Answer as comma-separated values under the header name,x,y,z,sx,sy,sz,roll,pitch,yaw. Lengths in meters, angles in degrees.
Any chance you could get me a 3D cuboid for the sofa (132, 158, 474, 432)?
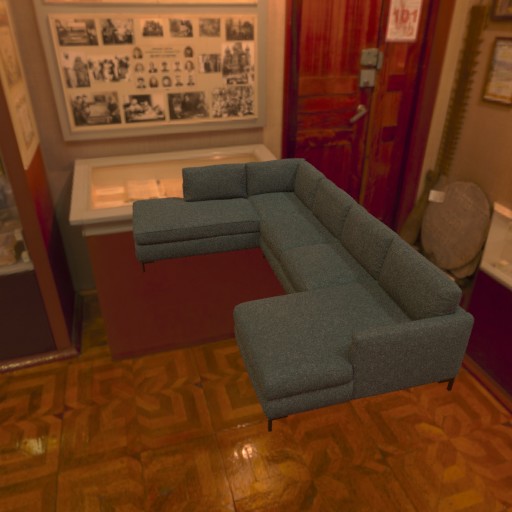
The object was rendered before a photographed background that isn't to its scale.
name,x,y,z,sx,sy,sz,roll,pitch,yaw
sofa,0.000,0.000,3.781,2.007,0.813,2.956,-8,30,-13
